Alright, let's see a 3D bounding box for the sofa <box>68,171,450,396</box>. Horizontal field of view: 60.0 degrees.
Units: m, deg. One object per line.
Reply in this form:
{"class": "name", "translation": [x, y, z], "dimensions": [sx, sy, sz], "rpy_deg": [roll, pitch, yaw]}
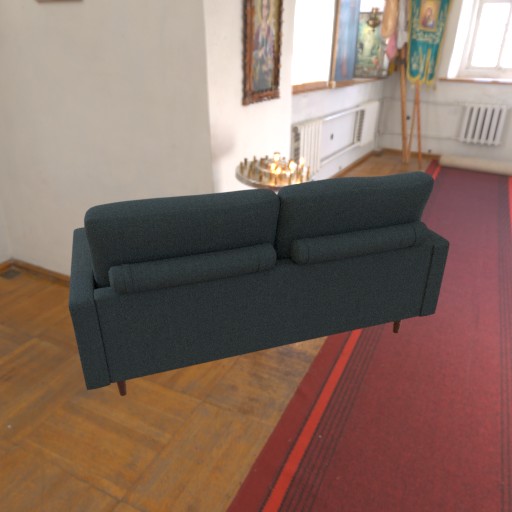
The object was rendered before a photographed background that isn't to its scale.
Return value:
{"class": "sofa", "translation": [0.000, 0.000, 2.624], "dimensions": [2.010, 1.050, 0.966], "rpy_deg": [-9, 28, -17]}
